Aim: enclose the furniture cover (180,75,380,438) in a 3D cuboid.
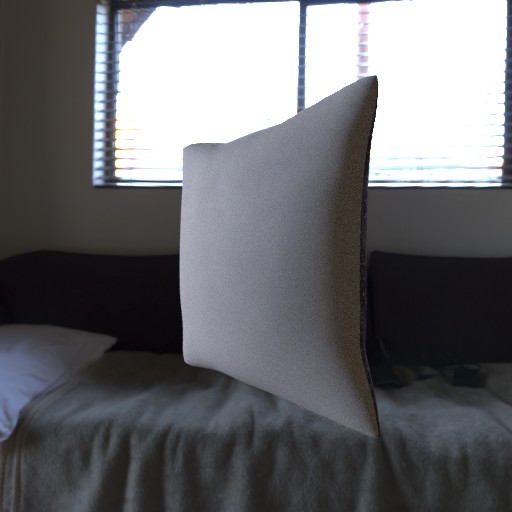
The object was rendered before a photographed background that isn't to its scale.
[{"bbox_3d":[0.000,0.000,0.827,0.193,0.509,0.552,-1,1,-38],"label":"furniture cover"}]
